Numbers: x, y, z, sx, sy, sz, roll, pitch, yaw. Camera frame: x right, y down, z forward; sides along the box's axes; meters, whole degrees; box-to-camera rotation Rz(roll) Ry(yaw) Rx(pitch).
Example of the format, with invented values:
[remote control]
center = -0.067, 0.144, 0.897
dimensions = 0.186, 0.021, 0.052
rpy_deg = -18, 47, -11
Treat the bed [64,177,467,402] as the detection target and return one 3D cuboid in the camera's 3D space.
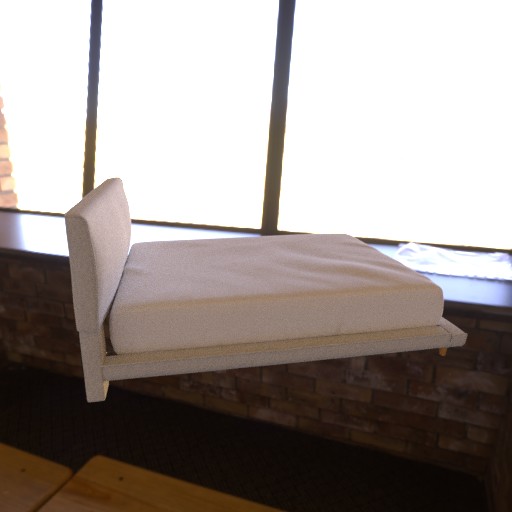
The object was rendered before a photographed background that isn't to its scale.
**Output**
[bed]
center = 0.000, 0.000, 3.563
dimensions = 2.498, 1.126, 1.980
rpy_deg = -3, 16, -11
